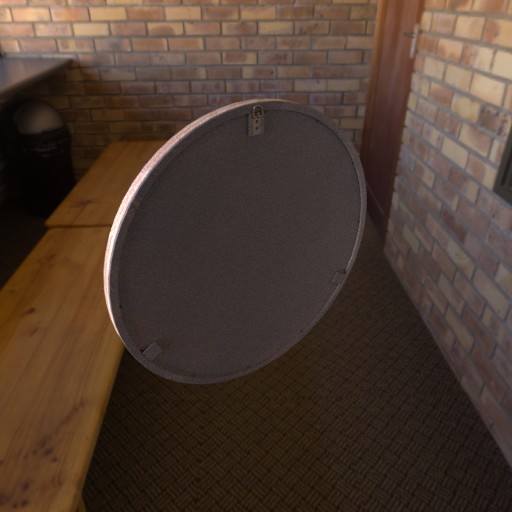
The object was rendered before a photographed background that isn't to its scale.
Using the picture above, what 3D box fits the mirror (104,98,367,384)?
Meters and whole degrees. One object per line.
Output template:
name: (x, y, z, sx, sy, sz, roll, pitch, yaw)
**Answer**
mirror: (0.000, 0.000, 1.057, 0.710, 0.710, 0.038, -19, 36, -29)
